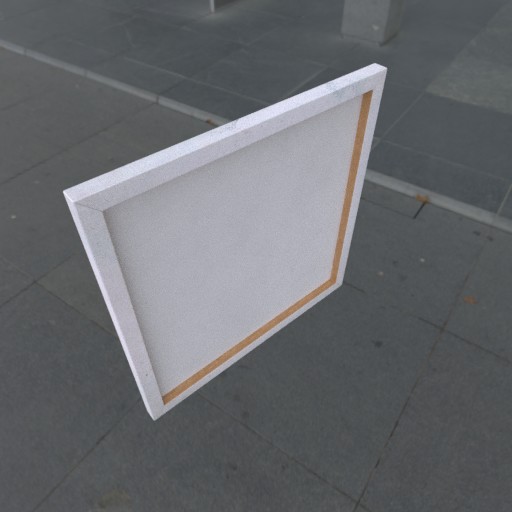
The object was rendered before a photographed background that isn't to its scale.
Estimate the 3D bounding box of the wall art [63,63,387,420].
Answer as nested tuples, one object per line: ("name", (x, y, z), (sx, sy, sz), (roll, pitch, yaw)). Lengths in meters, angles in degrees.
("wall art", (0.000, 0.000, 1.127), (0.762, 0.762, 0.038), (-31, 53, -27))
